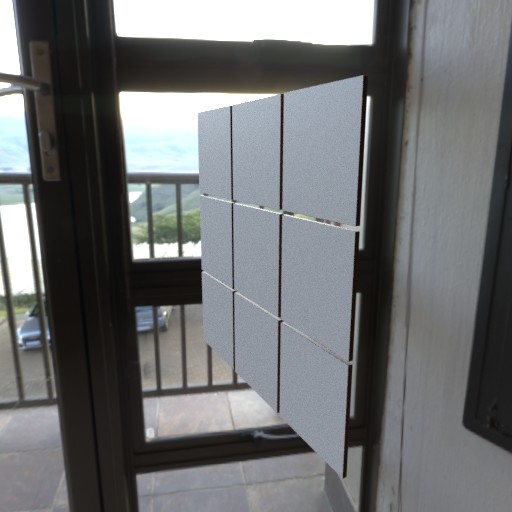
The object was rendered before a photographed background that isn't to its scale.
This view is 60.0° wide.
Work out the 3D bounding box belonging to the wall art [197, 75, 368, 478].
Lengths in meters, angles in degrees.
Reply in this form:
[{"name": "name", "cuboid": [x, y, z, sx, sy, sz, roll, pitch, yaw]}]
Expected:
[{"name": "wall art", "cuboid": [0.000, 0.000, 1.862, 0.017, 1.246, 1.256, -7, 15, -27]}]
